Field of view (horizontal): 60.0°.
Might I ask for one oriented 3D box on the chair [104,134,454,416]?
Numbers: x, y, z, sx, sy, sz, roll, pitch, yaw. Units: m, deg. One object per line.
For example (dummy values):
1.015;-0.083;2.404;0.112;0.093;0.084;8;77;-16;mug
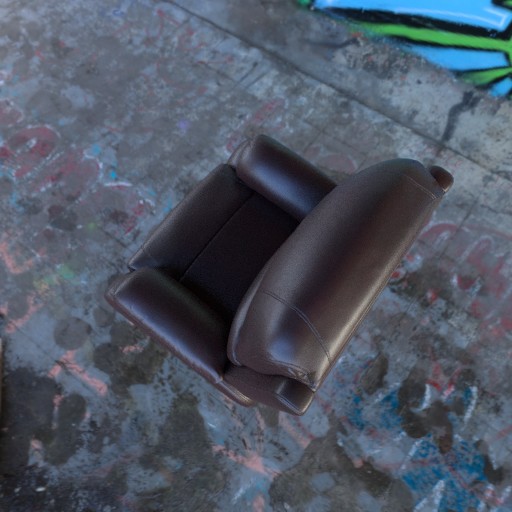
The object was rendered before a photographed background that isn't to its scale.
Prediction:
0.000;0.000;1.682;0.899;1.011;0.930;33;70;14;chair
